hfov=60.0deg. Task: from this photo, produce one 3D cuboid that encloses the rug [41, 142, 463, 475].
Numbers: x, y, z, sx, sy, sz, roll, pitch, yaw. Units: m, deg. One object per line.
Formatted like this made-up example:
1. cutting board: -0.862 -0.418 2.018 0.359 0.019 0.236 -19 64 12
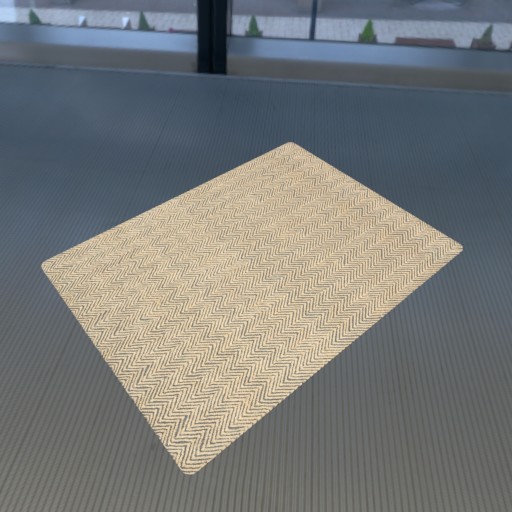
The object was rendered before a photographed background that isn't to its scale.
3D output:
1. rug: 0.000 0.000 4.178 3.207 0.014 2.439 -32 54 -26
